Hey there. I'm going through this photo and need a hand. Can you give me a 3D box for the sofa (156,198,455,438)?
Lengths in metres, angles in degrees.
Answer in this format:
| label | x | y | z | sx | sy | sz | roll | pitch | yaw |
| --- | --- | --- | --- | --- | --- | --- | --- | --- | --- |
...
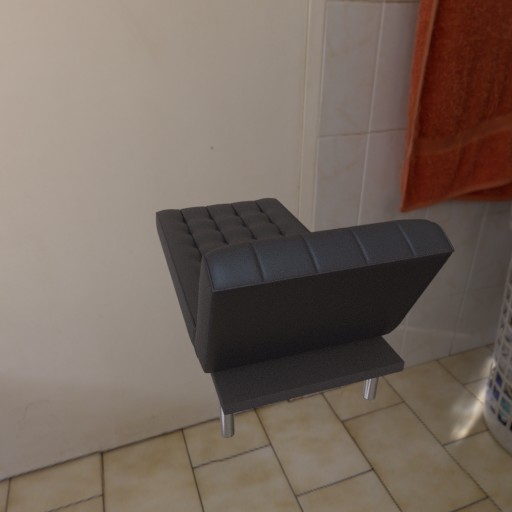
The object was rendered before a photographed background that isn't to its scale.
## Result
| label | x | y | z | sx | sy | sz | roll | pitch | yaw |
| --- | --- | --- | --- | --- | --- | --- | --- | --- | --- |
| sofa | 0.000 | 0.000 | 2.026 | 0.760 | 0.820 | 1.560 | -9 | 29 | -16 |
